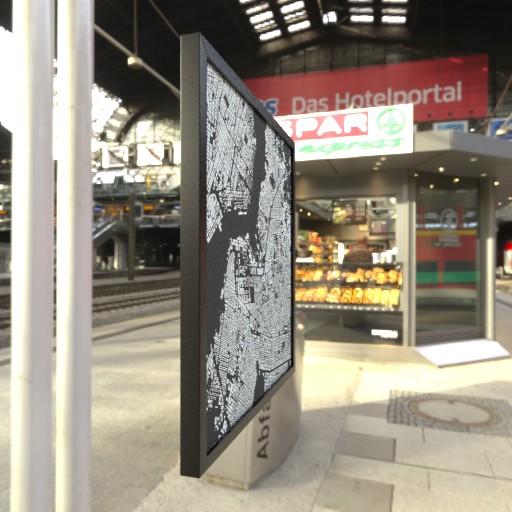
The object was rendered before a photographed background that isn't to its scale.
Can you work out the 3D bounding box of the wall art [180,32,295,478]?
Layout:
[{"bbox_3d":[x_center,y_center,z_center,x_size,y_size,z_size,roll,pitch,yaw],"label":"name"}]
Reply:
[{"bbox_3d":[0.000,0.000,1.119,0.038,0.761,0.755,0,0,17],"label":"wall art"}]
